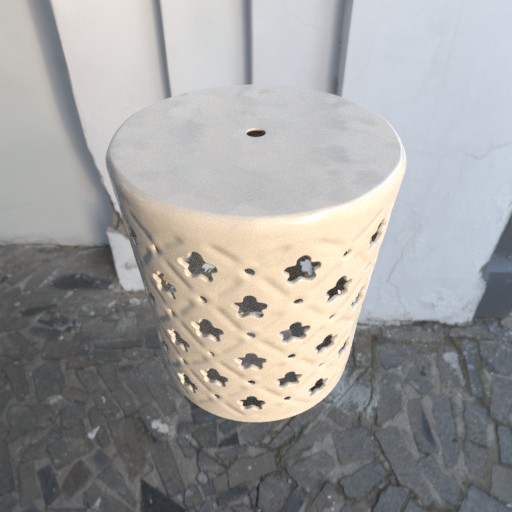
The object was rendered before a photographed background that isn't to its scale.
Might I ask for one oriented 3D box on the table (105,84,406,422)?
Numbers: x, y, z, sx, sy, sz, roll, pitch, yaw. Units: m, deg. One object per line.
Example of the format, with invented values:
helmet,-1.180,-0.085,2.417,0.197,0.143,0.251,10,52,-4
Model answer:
table,0.000,0.000,0.651,0.352,0.387,0.352,0,41,0
